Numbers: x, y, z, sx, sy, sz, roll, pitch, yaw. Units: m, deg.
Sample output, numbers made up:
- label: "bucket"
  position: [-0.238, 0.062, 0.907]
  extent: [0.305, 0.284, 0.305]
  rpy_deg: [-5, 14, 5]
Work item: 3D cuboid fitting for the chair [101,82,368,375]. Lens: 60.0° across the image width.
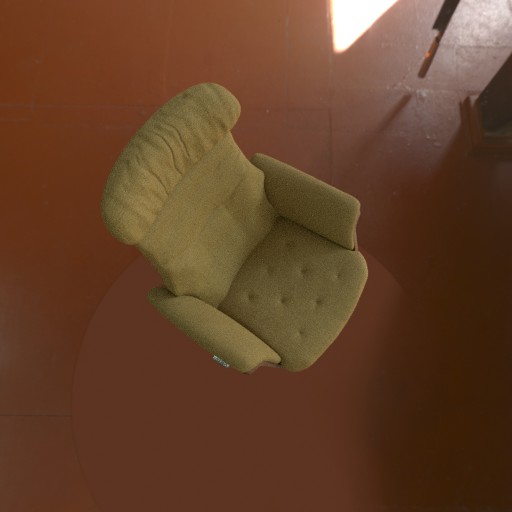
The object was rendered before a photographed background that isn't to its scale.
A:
- label: "chair"
  position: [0.000, 0.000, 1.642]
  extent: [0.837, 0.995, 0.785]
  rpy_deg: [34, 77, 9]
